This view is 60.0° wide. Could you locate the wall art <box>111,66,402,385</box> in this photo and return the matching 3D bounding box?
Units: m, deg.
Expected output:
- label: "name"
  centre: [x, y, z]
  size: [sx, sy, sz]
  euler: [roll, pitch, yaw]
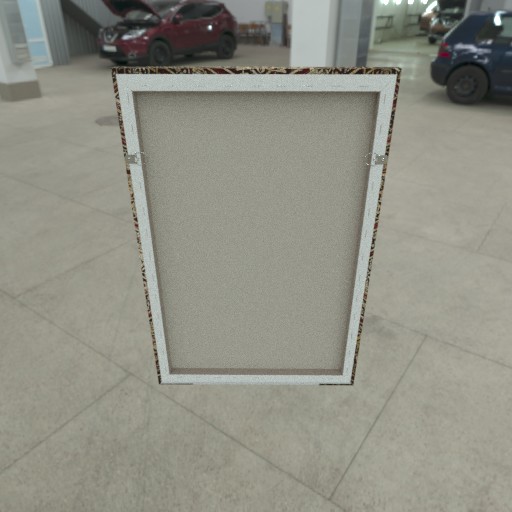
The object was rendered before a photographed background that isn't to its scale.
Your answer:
- label: "wall art"
  centre: [0.000, 0.000, 1.148]
  size: [0.599, 0.904, 0.030]
  euler: [0, 30, 0]
